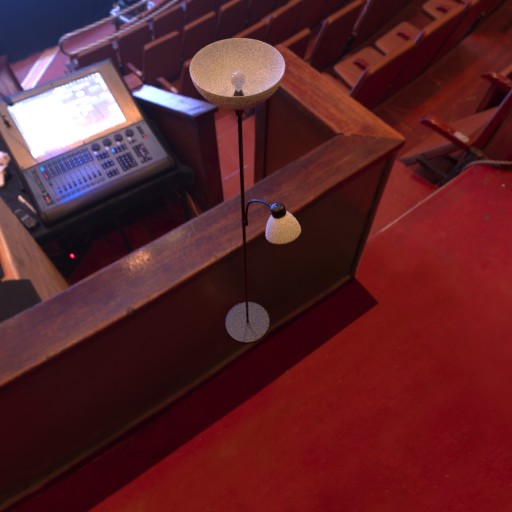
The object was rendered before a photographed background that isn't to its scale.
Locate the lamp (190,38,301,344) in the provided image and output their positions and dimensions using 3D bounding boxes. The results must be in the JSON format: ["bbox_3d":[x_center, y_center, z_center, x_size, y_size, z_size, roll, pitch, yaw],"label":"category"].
[{"bbox_3d":[0.000,0.000,1.980,0.279,1.804,0.442,-33,64,-19],"label":"lamp"}]
